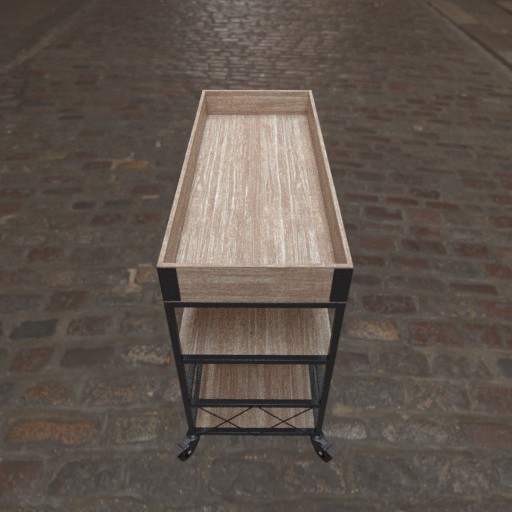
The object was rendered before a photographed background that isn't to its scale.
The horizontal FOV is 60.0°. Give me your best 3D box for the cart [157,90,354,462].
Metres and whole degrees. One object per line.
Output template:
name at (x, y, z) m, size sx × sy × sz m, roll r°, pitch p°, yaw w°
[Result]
cart at (0.000, 0.000, 1.522) m, size 0.500 × 0.787 × 1.101 m, roll 0°, pitch 41°, yaw 0°
